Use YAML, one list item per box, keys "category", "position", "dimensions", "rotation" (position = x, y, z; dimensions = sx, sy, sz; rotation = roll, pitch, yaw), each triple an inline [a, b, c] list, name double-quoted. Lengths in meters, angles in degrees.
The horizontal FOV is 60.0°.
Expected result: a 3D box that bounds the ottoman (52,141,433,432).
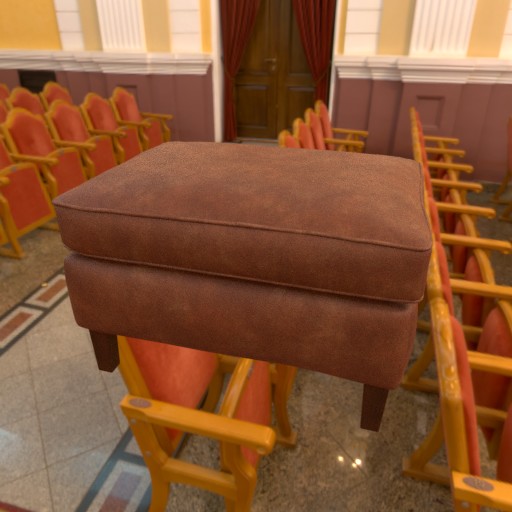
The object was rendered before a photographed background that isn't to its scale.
- category: "ottoman"
  position: [0.000, 0.000, 0.973]
  dimensions: [0.665, 0.418, 0.501]
  rotation: [8, 29, 14]
